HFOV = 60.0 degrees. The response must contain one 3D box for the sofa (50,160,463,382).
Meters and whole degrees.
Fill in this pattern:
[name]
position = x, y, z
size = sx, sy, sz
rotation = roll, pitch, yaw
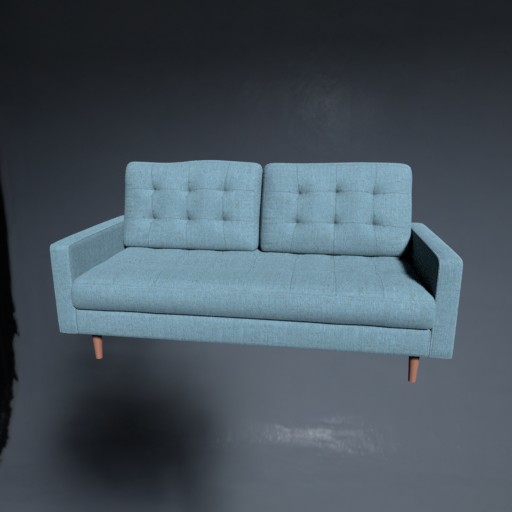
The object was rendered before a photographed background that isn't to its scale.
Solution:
[sofa]
position = 0.000, 0.000, 2.569
size = 2.010, 1.050, 0.966
rotation = 2, 15, 8
